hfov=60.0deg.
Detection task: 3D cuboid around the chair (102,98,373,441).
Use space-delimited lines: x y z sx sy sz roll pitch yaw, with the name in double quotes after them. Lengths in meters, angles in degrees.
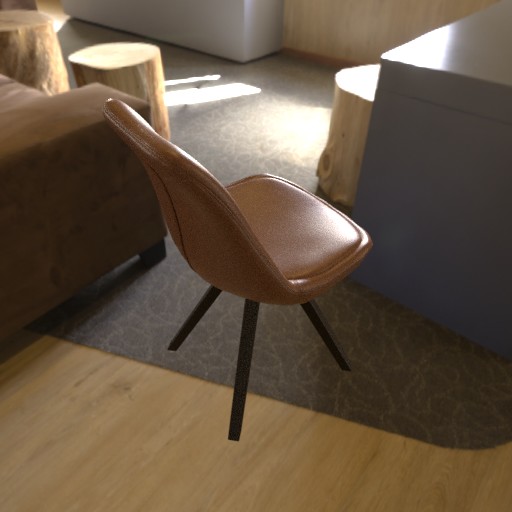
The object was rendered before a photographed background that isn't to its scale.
0.000 0.000 1.148 0.550 0.850 0.475 -24 46 -26 "chair"
